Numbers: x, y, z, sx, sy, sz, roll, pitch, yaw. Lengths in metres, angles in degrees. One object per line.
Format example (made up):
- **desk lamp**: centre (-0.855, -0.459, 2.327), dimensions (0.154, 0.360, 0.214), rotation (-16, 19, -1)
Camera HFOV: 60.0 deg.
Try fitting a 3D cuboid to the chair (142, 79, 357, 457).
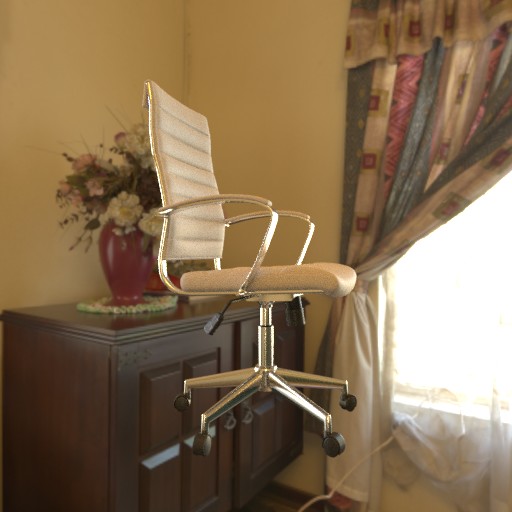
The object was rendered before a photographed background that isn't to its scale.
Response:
- **chair**: centre (0.000, 0.000, 1.553), dimensions (0.667, 1.149, 0.679), rotation (0, 1, 18)
